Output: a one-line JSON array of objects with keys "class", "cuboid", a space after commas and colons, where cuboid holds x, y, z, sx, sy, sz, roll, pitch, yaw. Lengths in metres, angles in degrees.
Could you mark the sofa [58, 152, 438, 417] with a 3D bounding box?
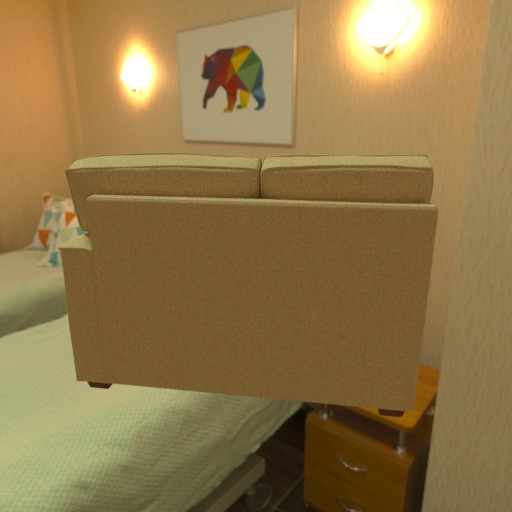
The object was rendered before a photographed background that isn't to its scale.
[{"class": "sofa", "cuboid": [0.000, 0.000, 2.071, 1.388, 0.989, 0.991, 3, 17, 9]}]
